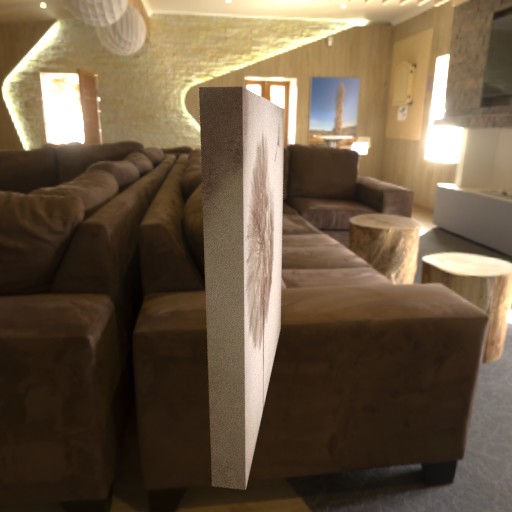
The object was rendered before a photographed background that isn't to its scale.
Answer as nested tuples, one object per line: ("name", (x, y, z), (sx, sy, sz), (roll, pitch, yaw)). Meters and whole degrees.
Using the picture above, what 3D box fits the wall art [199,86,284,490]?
("wall art", (0.000, 0.000, 0.460), (0.028, 0.303, 0.303), (2, 16, 8))
